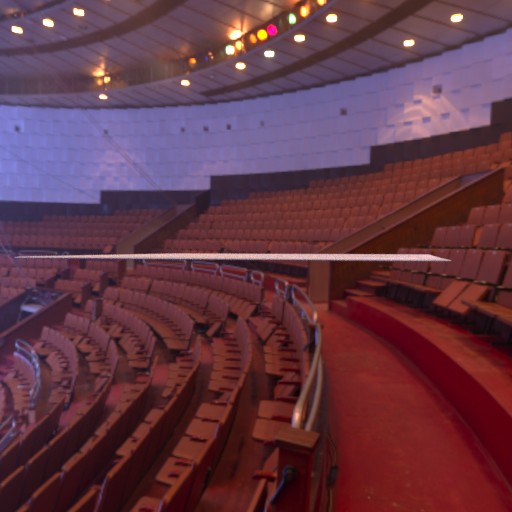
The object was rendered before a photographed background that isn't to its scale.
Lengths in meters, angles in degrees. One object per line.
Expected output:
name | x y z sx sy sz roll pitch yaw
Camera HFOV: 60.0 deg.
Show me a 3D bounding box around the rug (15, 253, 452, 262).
rug | 0.000 0.000 3.921 2.980 0.012 2.363 0 1 19
